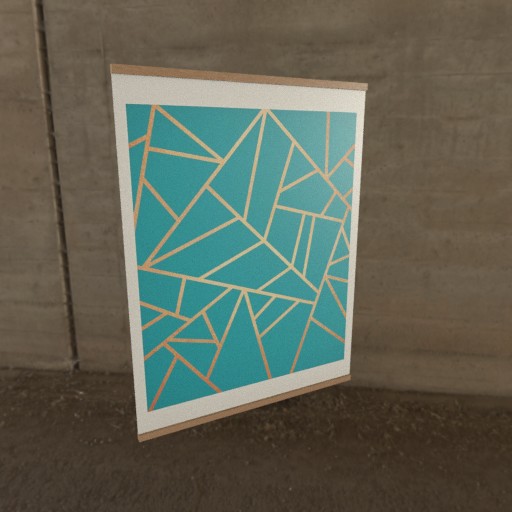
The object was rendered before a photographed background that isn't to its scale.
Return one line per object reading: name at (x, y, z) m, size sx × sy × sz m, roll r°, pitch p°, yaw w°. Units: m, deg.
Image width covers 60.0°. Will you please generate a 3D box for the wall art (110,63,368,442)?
wall art at (0.000, 0.000, 0.798) m, size 0.459 × 0.608 × 0.012 m, roll -7°, pitch 16°, yaw -26°
